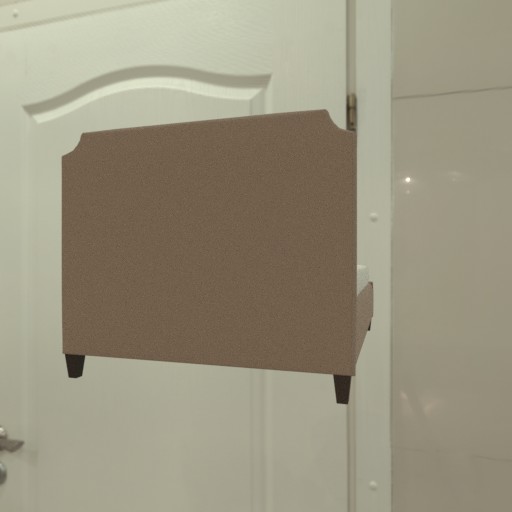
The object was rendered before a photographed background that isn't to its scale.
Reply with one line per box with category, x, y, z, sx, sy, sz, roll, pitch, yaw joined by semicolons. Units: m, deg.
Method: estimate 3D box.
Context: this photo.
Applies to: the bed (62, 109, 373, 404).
bed;0.000;0.000;3.463;1.713;1.443;2.372;0;0;17
